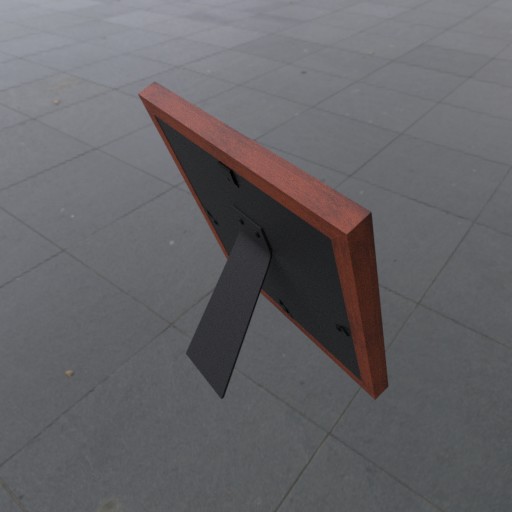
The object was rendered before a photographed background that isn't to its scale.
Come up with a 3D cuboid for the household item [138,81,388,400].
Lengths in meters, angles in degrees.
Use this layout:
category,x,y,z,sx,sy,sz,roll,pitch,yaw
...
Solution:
category,x,y,z,sx,sy,sz,roll,pitch,yaw
household item,0.000,0.000,0.385,0.131,0.240,0.240,-26,47,-27
